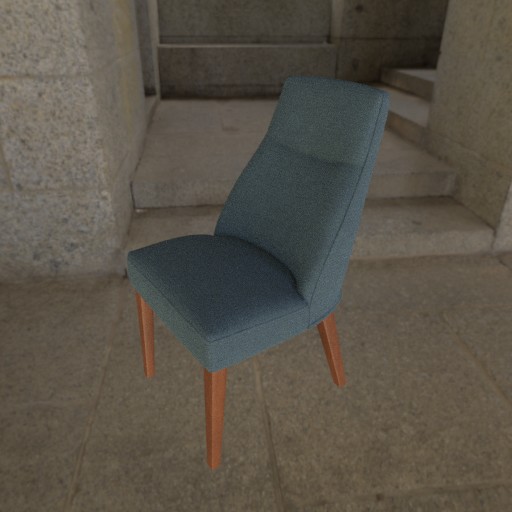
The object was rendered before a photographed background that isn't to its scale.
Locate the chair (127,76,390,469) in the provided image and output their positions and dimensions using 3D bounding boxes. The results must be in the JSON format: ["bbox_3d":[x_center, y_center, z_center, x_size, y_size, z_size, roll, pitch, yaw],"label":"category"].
[{"bbox_3d":[0.000,0.000,1.297,0.620,0.930,0.500,-19,34,-31],"label":"chair"}]
